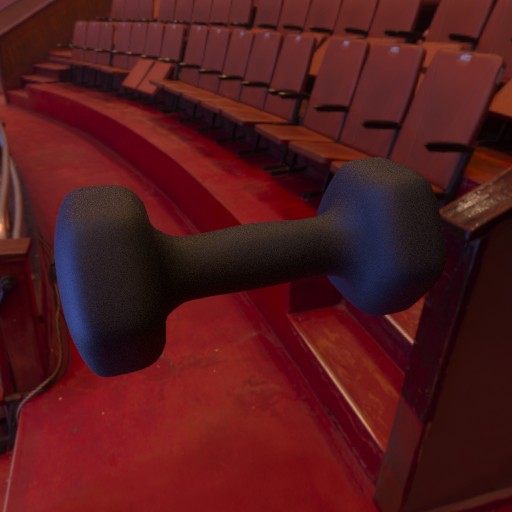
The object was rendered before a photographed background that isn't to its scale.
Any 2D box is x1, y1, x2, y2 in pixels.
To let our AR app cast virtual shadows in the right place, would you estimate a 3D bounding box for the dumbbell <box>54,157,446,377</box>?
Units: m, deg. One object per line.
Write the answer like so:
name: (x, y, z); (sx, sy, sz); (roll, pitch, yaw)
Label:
dumbbell: (0.000, 0.000, 0.283); (0.231, 0.101, 0.112); (-9, 29, -16)
